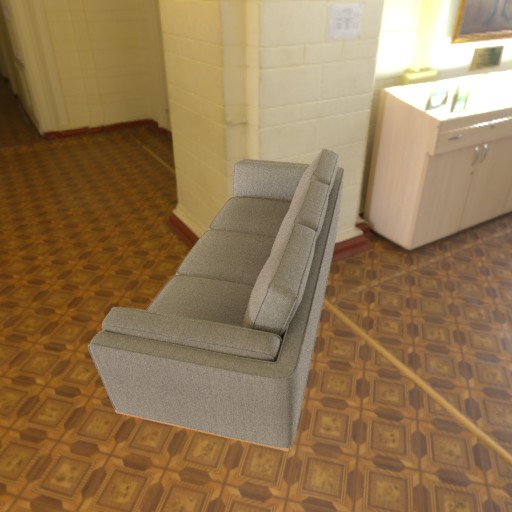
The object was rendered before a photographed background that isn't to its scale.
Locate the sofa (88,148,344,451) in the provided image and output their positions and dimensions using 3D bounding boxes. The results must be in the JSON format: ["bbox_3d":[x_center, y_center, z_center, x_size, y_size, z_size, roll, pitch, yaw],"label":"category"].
[{"bbox_3d":[0.000,0.000,2.825,0.903,0.899,2.362,8,32,12],"label":"sofa"}]
